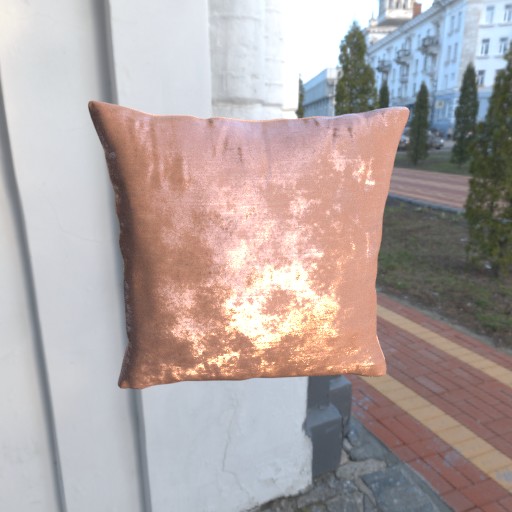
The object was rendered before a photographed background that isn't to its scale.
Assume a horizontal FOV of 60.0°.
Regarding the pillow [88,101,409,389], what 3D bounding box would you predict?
[{"bbox_3d":[0.000,0.000,0.707,0.470,0.464,0.175,-2,16,-7],"label":"pillow"}]
